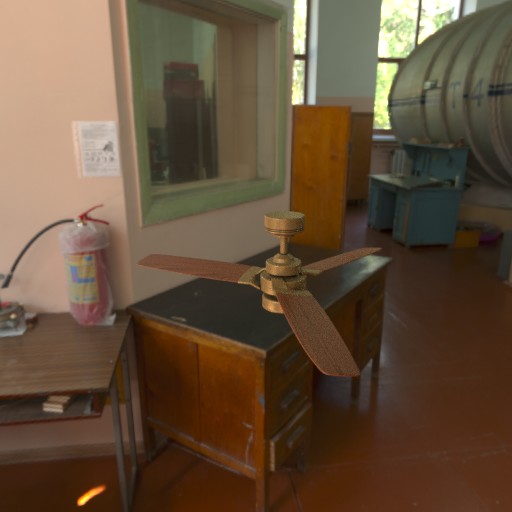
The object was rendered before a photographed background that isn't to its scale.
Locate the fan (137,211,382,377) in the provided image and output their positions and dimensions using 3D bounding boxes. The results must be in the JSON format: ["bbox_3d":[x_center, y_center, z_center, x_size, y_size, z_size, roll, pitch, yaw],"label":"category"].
[{"bbox_3d":[0.000,0.000,2.049,1.271,0.425,1.416,8,18,25],"label":"fan"}]
